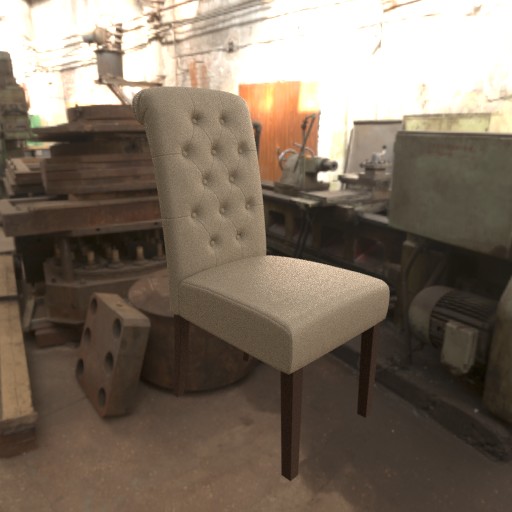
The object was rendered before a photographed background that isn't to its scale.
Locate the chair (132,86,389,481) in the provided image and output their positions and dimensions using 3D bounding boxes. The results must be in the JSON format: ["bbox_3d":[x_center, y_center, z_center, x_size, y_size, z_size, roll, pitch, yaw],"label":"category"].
[{"bbox_3d":[0.000,0.000,1.365,0.671,1.006,0.456,15,22,42],"label":"chair"}]
